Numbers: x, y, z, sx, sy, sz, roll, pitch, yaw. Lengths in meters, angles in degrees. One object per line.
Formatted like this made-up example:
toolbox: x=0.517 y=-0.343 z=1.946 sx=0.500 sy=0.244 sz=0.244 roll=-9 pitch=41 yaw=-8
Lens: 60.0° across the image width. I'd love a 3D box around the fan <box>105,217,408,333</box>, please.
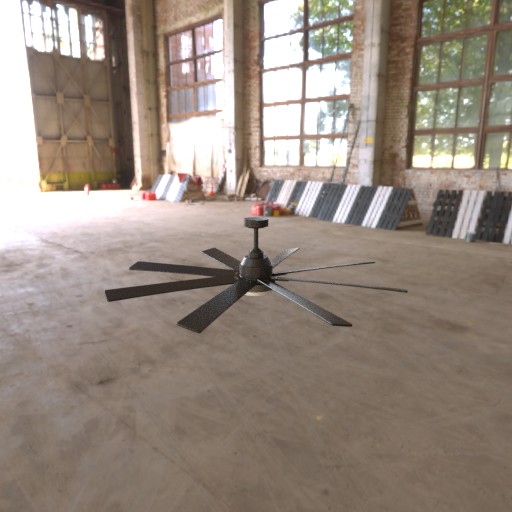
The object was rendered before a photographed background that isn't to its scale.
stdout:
fan: x=0.000 y=0.000 z=2.789 sx=1.830 sy=0.472 sz=1.830 roll=-6 pitch=14 yaw=-25
